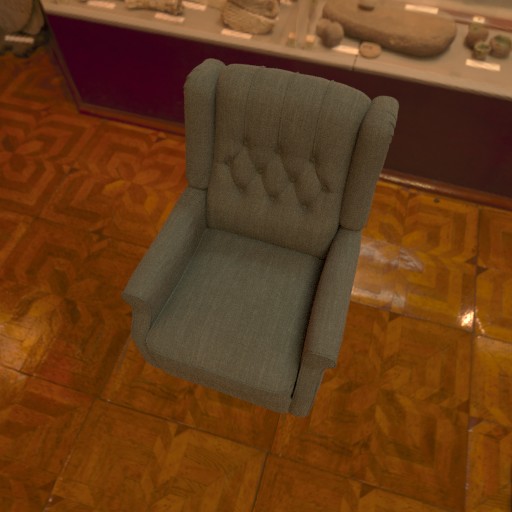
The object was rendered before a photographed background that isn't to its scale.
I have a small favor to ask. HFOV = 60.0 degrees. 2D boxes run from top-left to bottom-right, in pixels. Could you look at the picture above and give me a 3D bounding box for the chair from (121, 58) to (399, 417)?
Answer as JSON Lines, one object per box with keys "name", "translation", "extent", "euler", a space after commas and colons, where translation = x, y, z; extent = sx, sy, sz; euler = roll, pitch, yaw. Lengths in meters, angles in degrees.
{"name": "chair", "translation": [0.000, 0.000, 1.624], "extent": [0.742, 1.035, 0.898], "euler": [16, 60, 10]}
